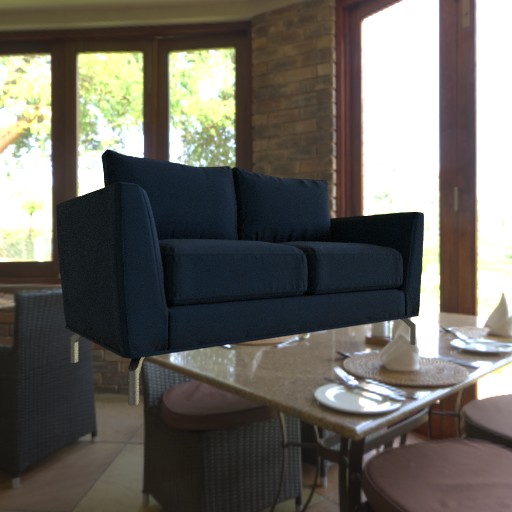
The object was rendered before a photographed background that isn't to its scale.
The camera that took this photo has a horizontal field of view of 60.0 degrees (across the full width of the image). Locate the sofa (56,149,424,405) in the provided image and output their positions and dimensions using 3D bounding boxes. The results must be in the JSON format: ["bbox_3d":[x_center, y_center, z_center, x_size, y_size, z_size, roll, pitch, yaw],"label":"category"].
[{"bbox_3d":[0.000,0.000,2.311,1.770,1.002,0.853,0,0,-37],"label":"sofa"}]
